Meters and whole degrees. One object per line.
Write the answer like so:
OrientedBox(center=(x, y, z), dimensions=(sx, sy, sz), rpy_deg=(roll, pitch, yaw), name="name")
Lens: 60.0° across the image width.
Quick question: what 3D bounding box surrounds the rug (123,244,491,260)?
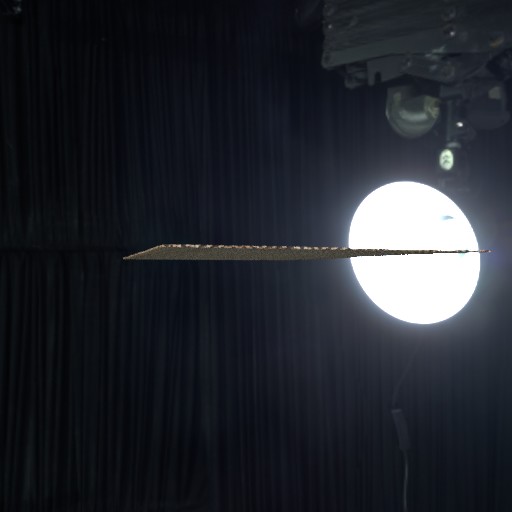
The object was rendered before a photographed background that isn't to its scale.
OrientedBox(center=(0.000, 0.000, 2.294), dimensions=(1.219, 0.008, 1.828), rpy_deg=(1, -2, -20), name="rug")
